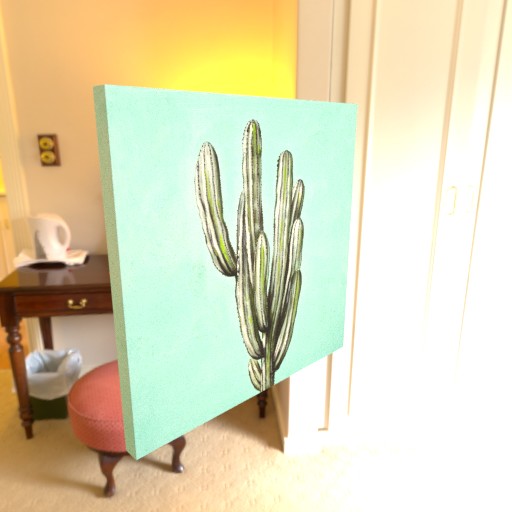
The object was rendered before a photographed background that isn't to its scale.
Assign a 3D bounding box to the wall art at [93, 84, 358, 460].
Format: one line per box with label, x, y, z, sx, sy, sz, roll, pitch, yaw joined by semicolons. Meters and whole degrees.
wall art;0.000;0.000;0.891;0.603;0.603;0.036;-14;21;-42
